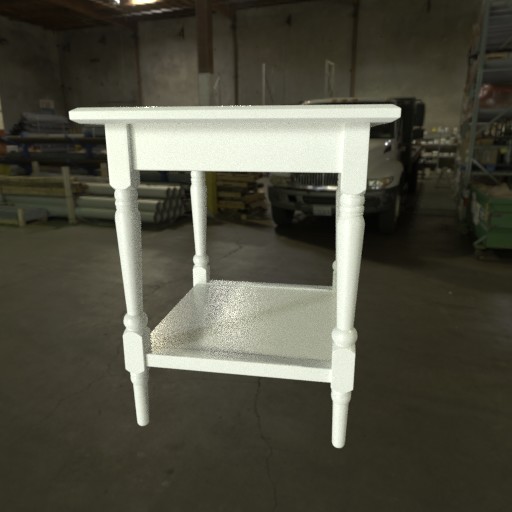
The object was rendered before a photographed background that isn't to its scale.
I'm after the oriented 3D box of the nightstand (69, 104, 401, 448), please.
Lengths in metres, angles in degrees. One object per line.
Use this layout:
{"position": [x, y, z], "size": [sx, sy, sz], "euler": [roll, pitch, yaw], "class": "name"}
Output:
{"position": [0.000, 0.000, 0.909], "size": [0.459, 0.555, 0.505], "euler": [3, 15, 9], "class": "nightstand"}
